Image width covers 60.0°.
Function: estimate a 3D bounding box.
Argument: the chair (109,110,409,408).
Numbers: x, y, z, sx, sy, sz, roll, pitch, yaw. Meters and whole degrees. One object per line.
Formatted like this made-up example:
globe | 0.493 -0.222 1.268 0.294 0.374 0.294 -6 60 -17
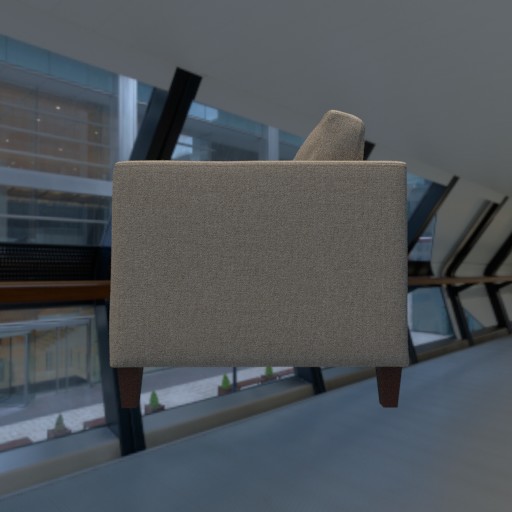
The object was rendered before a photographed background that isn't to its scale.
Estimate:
chair | 0.000 0.000 1.890 0.959 0.961 1.107 0 -1 0
